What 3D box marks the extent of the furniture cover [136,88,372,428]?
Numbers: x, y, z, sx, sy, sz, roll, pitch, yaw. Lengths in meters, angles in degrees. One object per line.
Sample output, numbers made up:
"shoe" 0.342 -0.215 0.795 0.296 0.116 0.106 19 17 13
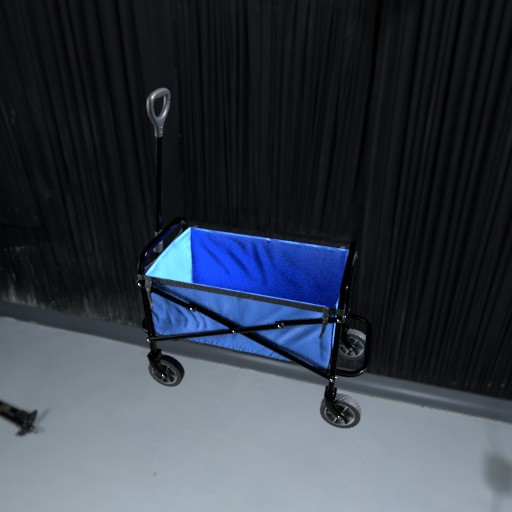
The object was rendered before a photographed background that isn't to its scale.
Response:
"furniture cover" 0.000 0.000 1.860 1.038 1.295 0.532 9 32 14
